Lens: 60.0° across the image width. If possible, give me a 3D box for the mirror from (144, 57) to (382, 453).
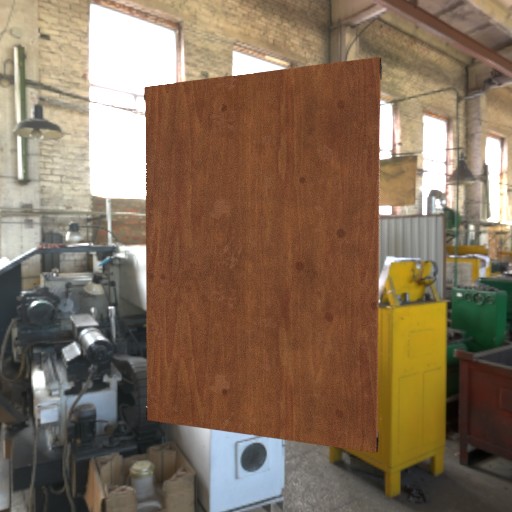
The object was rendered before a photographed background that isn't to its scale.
[{"bbox_3d":[0.000,0.000,0.955,0.517,0.761,0.053,1,2,18],"label":"mirror"}]
